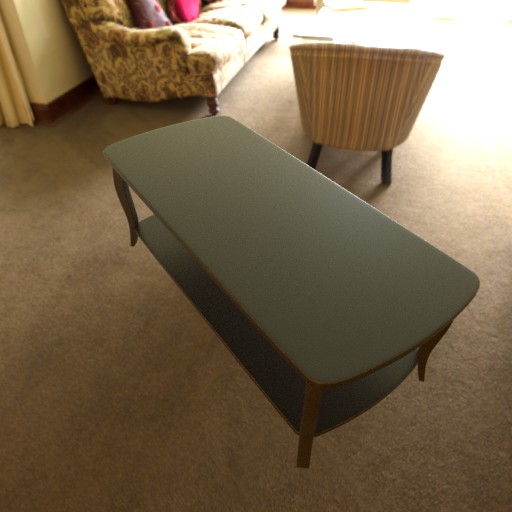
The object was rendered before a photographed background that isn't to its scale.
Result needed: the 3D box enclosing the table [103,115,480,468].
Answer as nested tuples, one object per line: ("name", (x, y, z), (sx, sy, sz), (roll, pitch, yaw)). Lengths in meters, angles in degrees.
("table", (0.000, 0.000, 1.556), (0.571, 0.457, 1.333), (-24, 46, -26))
